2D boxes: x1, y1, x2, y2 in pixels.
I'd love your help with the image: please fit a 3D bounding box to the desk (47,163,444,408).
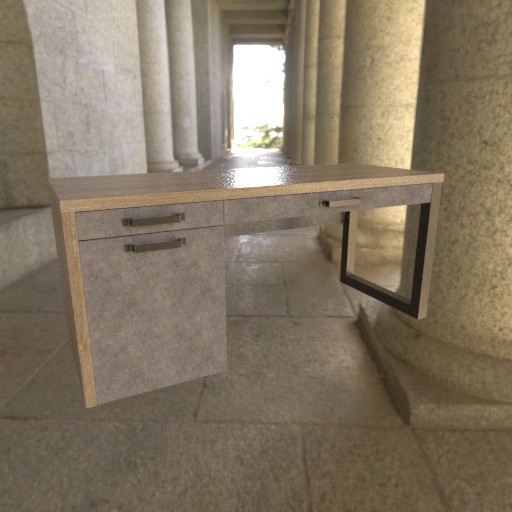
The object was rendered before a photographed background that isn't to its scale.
[{"bbox_3d":[0.000,0.000,2.126,1.700,0.760,0.690,-8,19,-26],"label":"desk"}]
